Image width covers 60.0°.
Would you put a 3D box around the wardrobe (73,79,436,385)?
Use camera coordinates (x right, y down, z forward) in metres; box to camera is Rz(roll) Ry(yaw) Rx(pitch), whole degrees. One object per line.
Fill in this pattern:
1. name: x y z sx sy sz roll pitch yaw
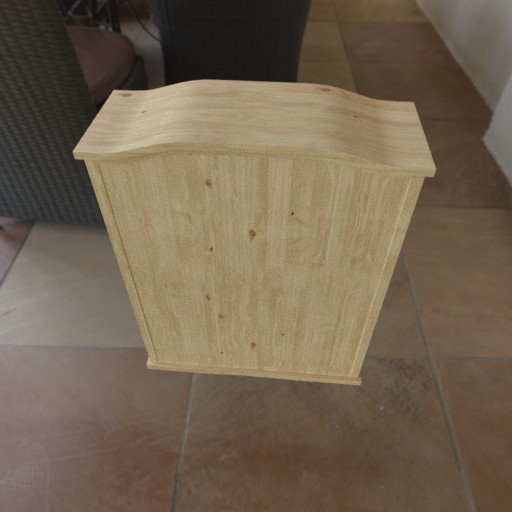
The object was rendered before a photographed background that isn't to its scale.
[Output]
1. wardrobe: 0.000 0.000 2.637 1.500 1.870 0.570 4 46 3
